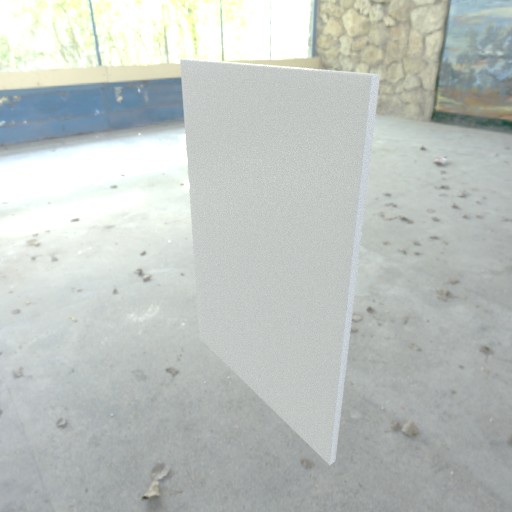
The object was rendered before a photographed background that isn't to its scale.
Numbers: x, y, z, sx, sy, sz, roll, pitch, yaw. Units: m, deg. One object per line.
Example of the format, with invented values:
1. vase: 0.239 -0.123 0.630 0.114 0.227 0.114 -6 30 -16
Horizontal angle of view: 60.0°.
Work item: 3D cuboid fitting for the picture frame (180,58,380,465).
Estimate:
1. picture frame: 0.000 0.000 0.672 0.012 0.534 0.381 -18 32 -32
